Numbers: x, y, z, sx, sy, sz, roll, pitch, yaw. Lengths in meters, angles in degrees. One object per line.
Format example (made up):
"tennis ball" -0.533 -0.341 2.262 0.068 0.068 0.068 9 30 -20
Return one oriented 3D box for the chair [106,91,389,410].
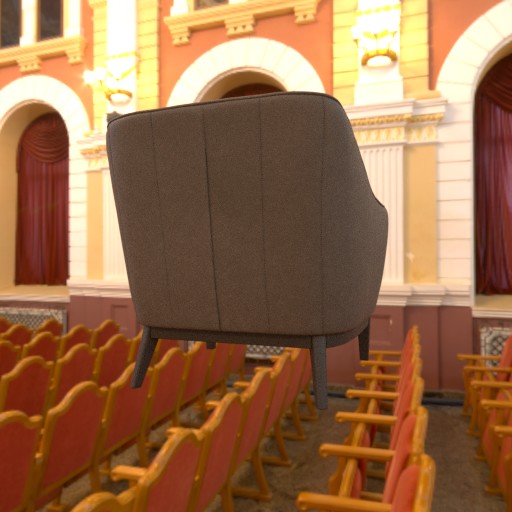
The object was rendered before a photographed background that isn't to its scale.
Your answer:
"chair" 0.000 0.000 1.578 0.871 0.830 0.852 0 -1 20
